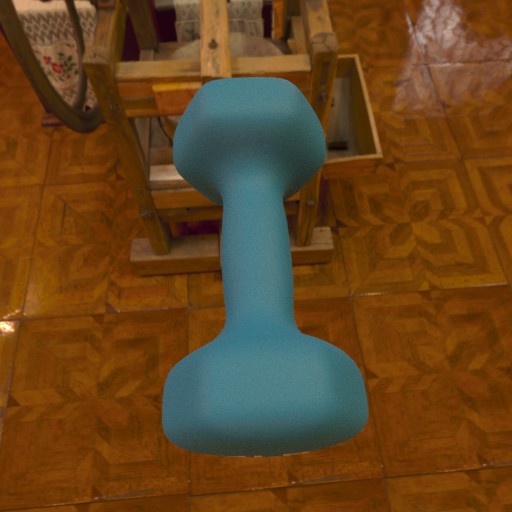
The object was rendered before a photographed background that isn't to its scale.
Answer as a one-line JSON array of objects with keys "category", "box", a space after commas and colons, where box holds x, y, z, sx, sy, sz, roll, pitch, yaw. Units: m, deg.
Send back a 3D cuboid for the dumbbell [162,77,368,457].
[{"category": "dumbbell", "box": [0.000, 0.000, 0.184, 0.074, 0.066, 0.152, -2, 63, -1]}]
